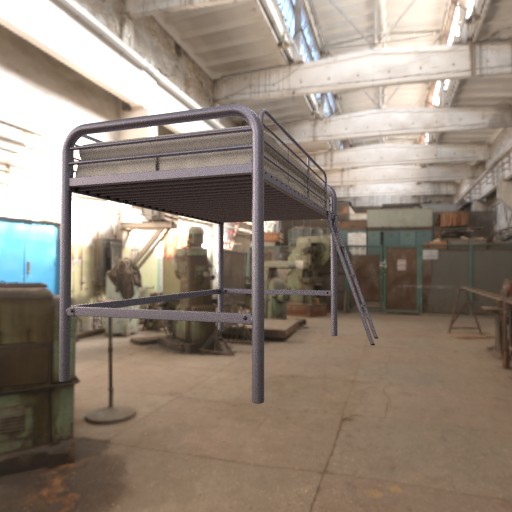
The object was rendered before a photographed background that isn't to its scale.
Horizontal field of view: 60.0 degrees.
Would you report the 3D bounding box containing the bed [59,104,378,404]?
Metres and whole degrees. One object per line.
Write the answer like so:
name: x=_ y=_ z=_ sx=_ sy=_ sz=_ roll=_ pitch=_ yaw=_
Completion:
bed: x=0.000 y=0.000 z=2.915 sx=1.415 sy=1.288 sz=1.965 roll=0 pitch=-1 yaw=20
